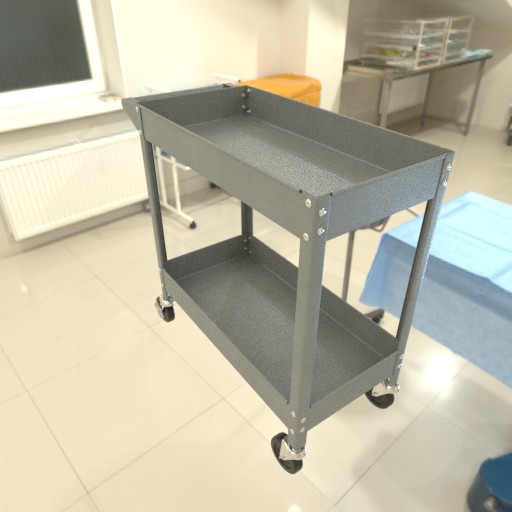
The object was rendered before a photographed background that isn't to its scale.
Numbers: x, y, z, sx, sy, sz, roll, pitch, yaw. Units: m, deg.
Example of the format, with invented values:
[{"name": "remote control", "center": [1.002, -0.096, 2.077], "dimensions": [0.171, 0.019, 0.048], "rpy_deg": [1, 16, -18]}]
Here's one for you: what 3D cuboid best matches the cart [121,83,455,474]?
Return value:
[{"name": "cart", "center": [0.000, 0.000, 1.166], "dimensions": [0.366, 0.719, 0.779], "rpy_deg": [-21, 38, -29]}]
